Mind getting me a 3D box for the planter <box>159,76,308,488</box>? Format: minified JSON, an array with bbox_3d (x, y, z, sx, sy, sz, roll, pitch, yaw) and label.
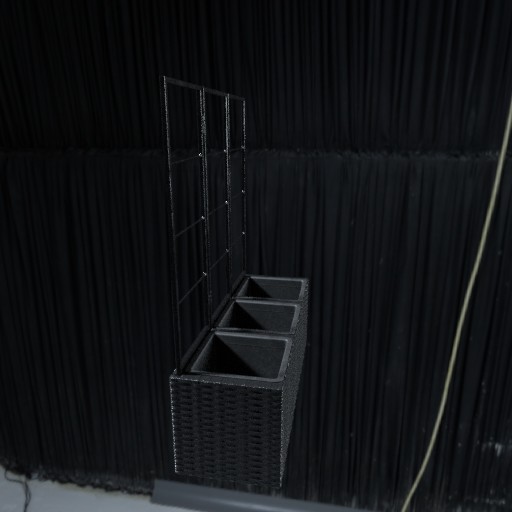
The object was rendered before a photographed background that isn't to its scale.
[{"bbox_3d":[0.000,0.000,1.193,0.244,0.841,0.698,3,17,10],"label":"planter"}]
